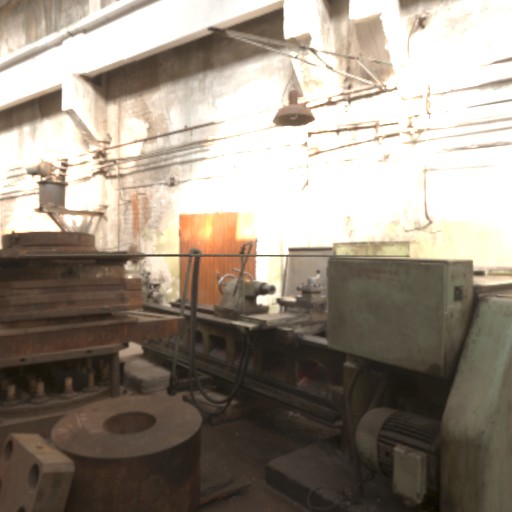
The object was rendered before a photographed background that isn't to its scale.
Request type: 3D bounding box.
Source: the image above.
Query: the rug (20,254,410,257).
[{"bbox_3d":[0.000,0.000,3.637,1.546,0.011,3.048,0,0,37],"label":"rug"}]
